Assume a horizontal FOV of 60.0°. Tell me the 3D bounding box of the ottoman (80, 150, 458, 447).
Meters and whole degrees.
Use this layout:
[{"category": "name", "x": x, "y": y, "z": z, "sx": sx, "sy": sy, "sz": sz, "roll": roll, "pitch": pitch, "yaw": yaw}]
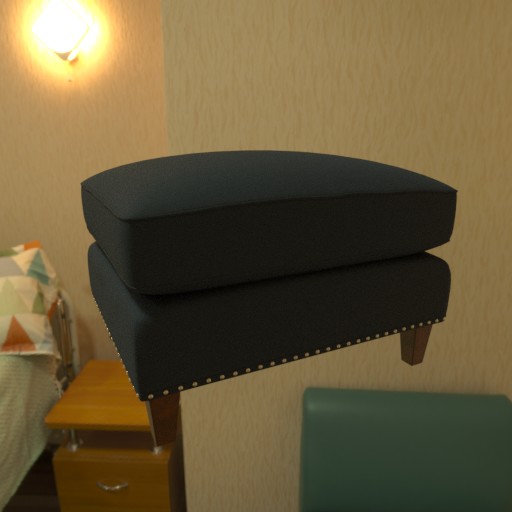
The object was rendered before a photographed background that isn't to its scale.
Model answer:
[{"category": "ottoman", "x": 0.000, "y": 0.000, "z": 1.109, "sx": 0.741, "sy": 0.513, "sz": 0.584, "roll": -8, "pitch": 18, "yaw": -26}]
